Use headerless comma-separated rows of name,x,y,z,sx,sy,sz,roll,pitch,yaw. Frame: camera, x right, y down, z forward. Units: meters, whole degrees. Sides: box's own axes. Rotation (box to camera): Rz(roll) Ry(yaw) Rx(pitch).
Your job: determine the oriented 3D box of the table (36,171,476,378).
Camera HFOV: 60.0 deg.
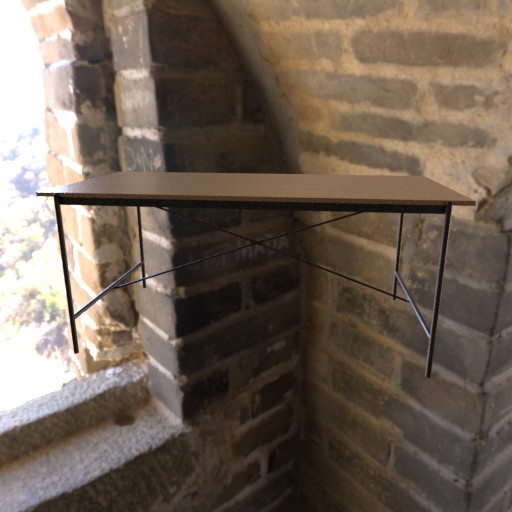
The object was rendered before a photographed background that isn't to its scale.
table,0.000,0.000,2.310,1.800,0.758,0.900,2,17,7
